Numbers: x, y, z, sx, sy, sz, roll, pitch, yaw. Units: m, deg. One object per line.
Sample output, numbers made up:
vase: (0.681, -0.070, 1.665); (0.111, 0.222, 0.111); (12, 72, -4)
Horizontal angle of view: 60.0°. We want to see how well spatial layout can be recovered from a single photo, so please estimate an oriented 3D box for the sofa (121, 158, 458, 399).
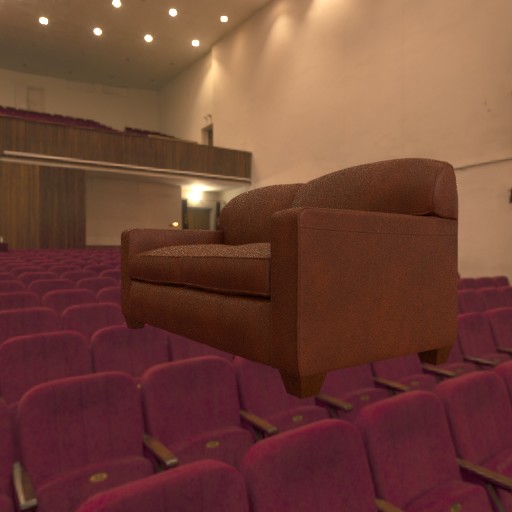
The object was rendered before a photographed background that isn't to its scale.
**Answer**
sofa: (0.000, 0.000, 2.477); (1.000, 0.966, 1.856); (0, 1, -35)
